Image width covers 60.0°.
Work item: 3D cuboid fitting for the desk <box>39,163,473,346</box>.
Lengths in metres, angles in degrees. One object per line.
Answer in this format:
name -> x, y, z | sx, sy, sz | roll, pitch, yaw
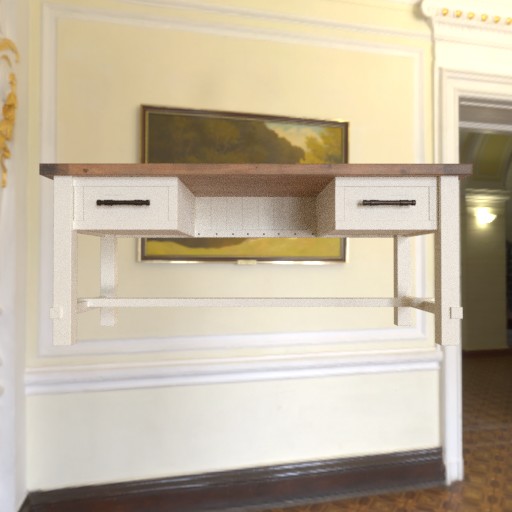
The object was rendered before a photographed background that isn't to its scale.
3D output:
desk -> 0.000, 0.000, 2.186 | 1.803, 0.762, 0.688 | 0, -1, 0
